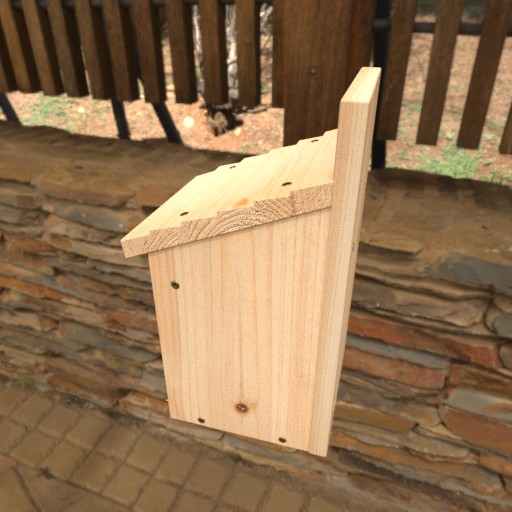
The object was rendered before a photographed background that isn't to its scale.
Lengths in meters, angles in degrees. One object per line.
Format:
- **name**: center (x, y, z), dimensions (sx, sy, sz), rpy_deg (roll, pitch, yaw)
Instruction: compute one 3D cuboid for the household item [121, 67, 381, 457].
- **household item**: center (0.000, 0.000, 0.395), dimensions (0.171, 0.300, 0.149), rpy_deg (8, 31, 14)
